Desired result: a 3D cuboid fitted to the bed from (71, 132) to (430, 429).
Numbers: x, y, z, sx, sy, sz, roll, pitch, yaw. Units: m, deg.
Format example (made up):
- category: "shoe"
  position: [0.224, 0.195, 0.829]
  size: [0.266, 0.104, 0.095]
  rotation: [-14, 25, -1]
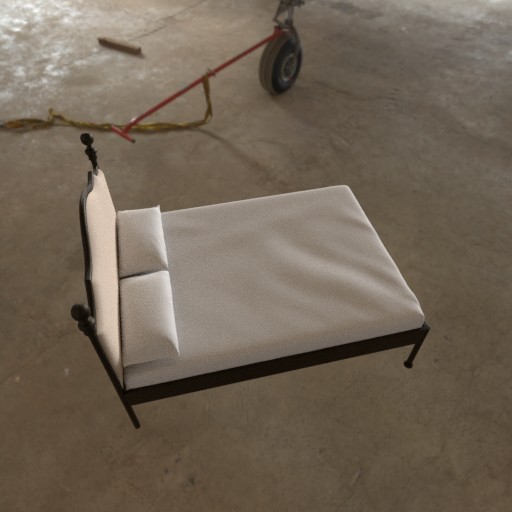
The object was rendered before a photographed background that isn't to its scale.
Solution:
- category: "bed"
  position: [0.000, 0.000, 3.359]
  size: [2.224, 1.499, 1.642]
  rotation: [-10, 49, -9]
